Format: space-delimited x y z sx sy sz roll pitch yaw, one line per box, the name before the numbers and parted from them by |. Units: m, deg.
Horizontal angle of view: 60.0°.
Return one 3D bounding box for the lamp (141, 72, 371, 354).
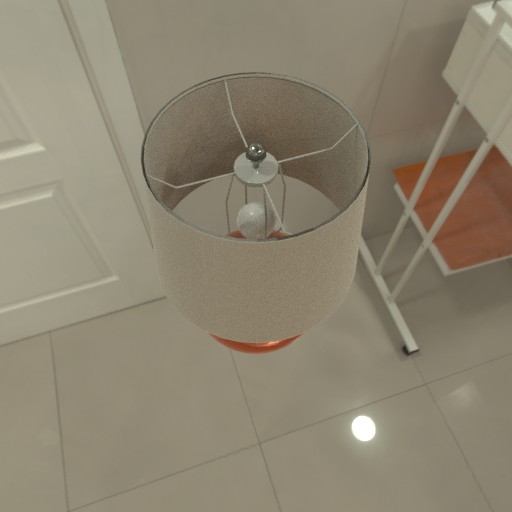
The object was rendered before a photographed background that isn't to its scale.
lamp | 0.000 0.000 0.563 0.247 0.387 0.247 0 59 0
